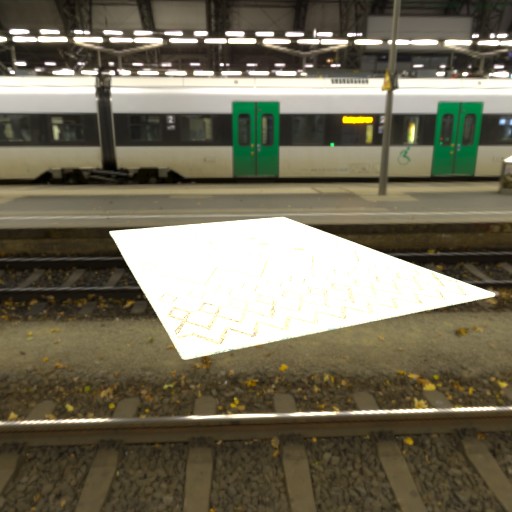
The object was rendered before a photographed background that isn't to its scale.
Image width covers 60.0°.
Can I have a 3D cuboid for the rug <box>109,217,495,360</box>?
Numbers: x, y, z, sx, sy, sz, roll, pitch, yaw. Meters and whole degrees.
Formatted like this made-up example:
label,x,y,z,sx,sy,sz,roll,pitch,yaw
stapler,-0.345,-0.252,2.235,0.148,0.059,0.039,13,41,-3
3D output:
label,x,y,z,sx,sy,sz,roll,pitch,yaw
rug,0.000,0.000,2.295,1.260,0.009,1.820,-7,17,-23
